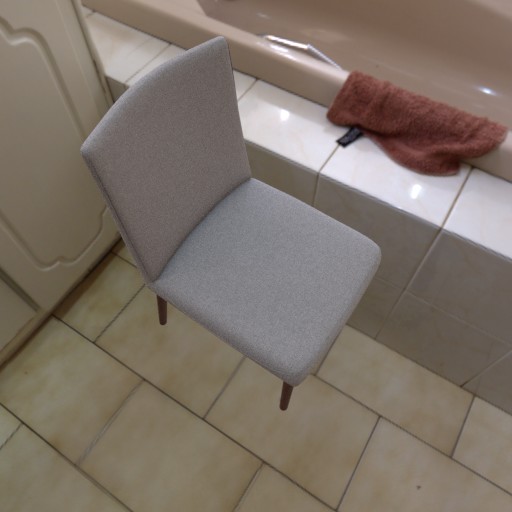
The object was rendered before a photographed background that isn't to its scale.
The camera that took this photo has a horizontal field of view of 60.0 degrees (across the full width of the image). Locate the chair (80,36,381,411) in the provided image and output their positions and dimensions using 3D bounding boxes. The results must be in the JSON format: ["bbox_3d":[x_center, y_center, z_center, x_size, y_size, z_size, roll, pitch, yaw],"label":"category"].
[{"bbox_3d":[0.000,0.000,1.167,0.570,0.859,0.456,31,63,17],"label":"chair"}]
